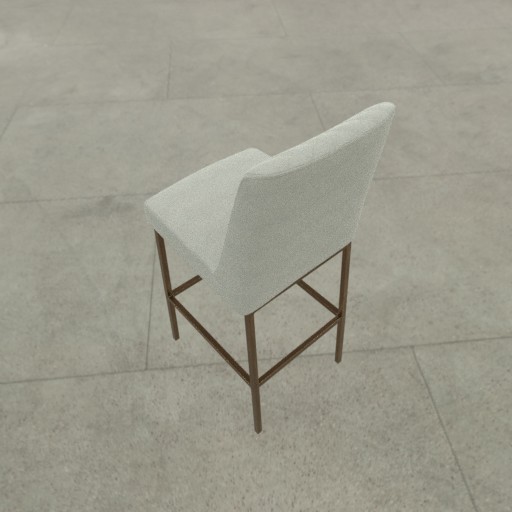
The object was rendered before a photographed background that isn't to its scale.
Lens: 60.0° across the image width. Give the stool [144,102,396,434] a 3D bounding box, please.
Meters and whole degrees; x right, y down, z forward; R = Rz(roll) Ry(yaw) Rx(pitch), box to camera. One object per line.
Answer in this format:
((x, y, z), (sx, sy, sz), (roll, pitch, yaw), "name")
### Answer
((0.000, 0.000, 1.388), (0.462, 1.084, 0.546), (-32, 54, -27), "stool")
